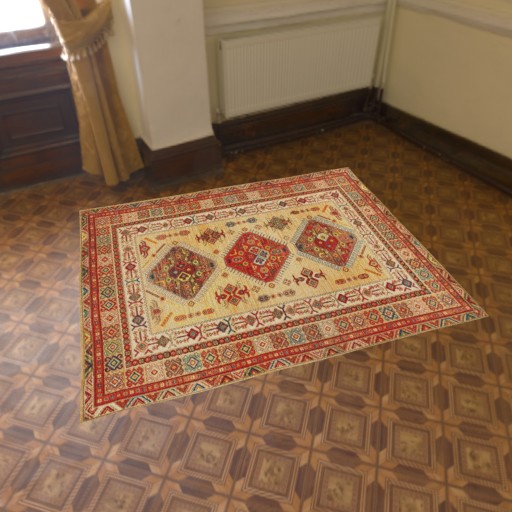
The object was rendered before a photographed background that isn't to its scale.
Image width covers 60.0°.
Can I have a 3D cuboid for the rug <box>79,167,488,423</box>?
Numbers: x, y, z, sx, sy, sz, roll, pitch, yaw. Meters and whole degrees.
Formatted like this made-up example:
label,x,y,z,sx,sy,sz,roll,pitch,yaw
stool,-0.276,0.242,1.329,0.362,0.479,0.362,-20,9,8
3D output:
label,x,y,z,sx,sy,sz,roll,pitch,yaw
rug,0.000,0.000,4.024,3.067,0.005,2.460,-11,42,-13
